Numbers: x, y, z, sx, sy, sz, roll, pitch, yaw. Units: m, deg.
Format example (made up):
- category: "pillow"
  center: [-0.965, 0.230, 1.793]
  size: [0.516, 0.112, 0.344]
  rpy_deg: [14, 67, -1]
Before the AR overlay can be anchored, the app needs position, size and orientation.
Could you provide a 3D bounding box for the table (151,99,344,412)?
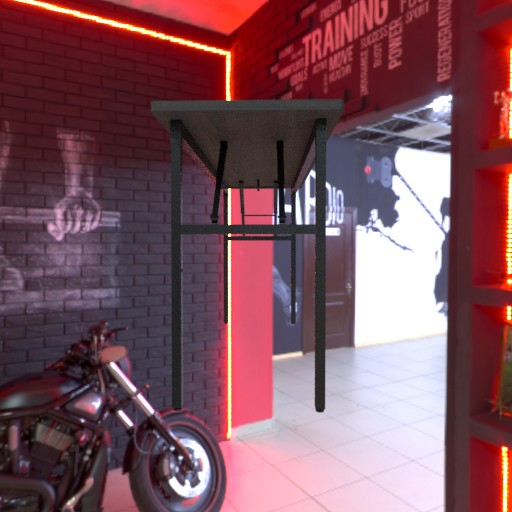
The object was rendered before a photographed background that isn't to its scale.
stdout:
- category: "table"
  center: [0.000, 0.000, 1.728]
  size: [0.449, 0.750, 1.399]
  rpy_deg: [0, 1, 2]
